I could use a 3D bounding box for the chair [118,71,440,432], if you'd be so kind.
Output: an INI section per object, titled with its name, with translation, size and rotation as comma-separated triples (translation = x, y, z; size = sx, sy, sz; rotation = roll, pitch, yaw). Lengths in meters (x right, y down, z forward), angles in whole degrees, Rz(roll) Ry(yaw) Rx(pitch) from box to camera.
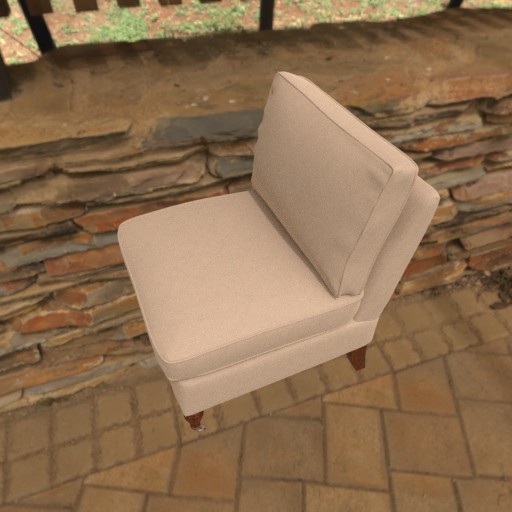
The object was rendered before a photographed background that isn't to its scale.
[chair]
translation = 0.000, 0.000, 1.655
size = 0.912, 1.052, 0.724
rotation = -17, 47, -17
